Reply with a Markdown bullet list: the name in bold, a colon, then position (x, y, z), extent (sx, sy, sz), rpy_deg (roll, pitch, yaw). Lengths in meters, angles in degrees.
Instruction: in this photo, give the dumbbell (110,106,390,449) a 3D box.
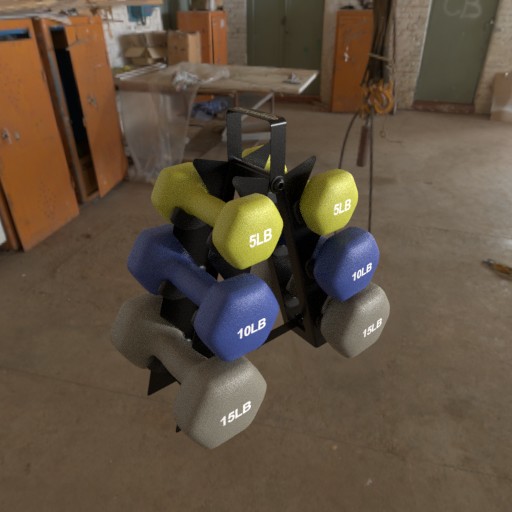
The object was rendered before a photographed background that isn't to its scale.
- **dumbbell**: position (0.000, 0.000, 0.676), extent (0.416, 0.426, 0.261), rpy_deg (-22, 37, -33)
